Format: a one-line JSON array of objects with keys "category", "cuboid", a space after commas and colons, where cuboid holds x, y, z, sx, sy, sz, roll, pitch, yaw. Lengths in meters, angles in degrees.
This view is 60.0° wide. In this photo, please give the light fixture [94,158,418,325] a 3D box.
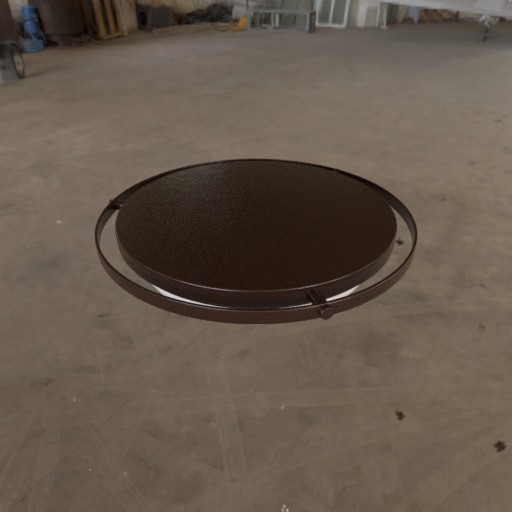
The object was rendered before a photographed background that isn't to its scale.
[{"category": "light fixture", "cuboid": [0.000, 0.000, 0.549, 0.361, 0.130, 0.361, 0, 32, 0]}]
